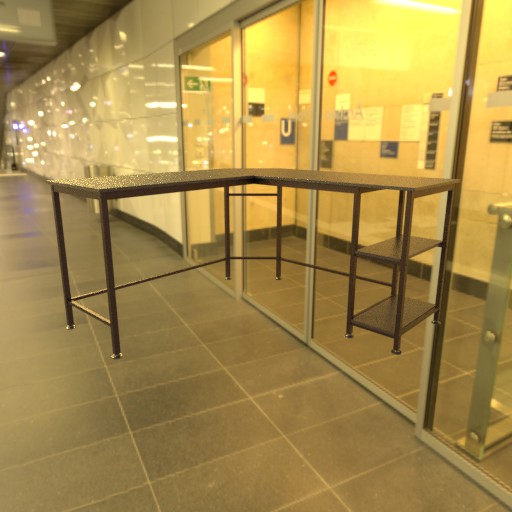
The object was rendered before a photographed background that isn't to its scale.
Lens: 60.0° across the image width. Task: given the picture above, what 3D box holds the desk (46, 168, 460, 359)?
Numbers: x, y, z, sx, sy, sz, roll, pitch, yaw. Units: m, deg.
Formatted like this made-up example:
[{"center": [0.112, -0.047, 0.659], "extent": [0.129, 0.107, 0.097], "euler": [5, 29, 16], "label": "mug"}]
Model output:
[{"center": [0.000, 0.000, 2.181], "extent": [1.379, 0.739, 1.379], "euler": [14, 20, 41], "label": "desk"}]
